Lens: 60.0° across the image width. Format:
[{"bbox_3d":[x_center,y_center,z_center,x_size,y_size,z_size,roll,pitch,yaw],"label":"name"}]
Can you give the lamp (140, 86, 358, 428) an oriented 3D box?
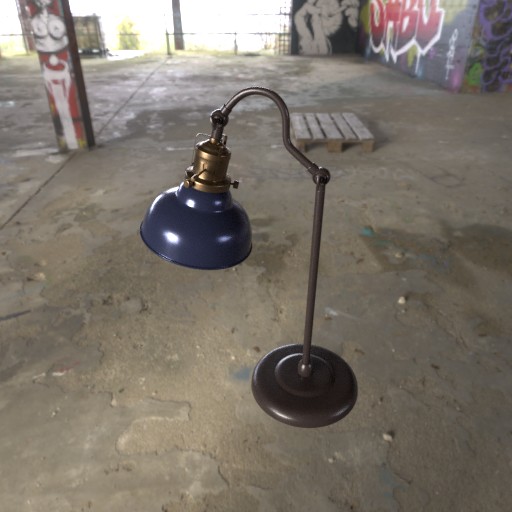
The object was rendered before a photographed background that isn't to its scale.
[{"bbox_3d":[0.000,0.000,0.704,0.374,0.508,0.192,8,31,14],"label":"lamp"}]
